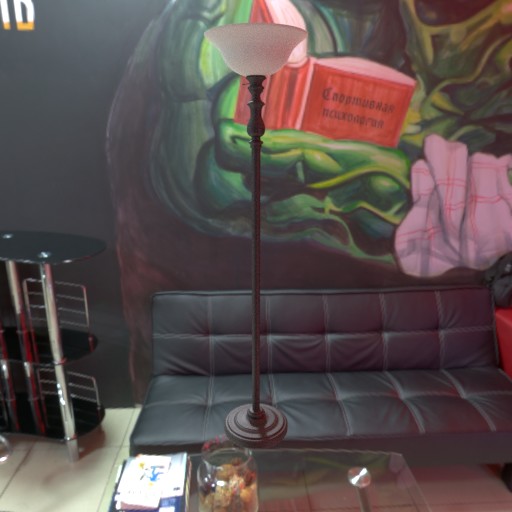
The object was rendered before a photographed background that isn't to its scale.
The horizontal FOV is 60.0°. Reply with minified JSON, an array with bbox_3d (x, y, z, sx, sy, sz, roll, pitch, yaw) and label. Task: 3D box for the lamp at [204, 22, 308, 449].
[{"bbox_3d":[0.000,0.000,1.976,0.405,1.797,0.405,9,17,29],"label":"lamp"}]
